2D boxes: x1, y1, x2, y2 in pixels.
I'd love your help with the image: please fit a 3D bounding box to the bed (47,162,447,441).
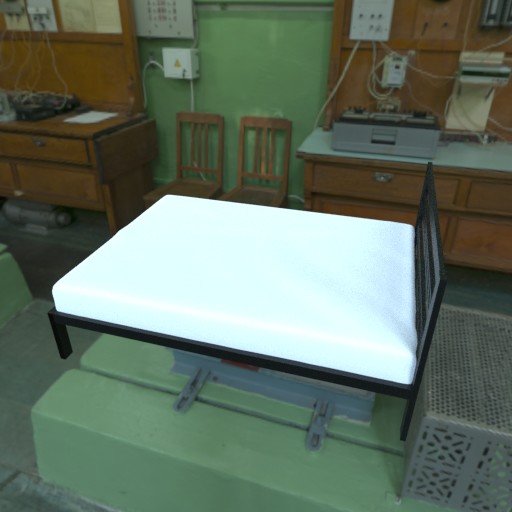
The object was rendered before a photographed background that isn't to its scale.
[{"bbox_3d":[0.000,0.000,2.871,2.062,0.967,1.524,9,31,15],"label":"bed"}]
